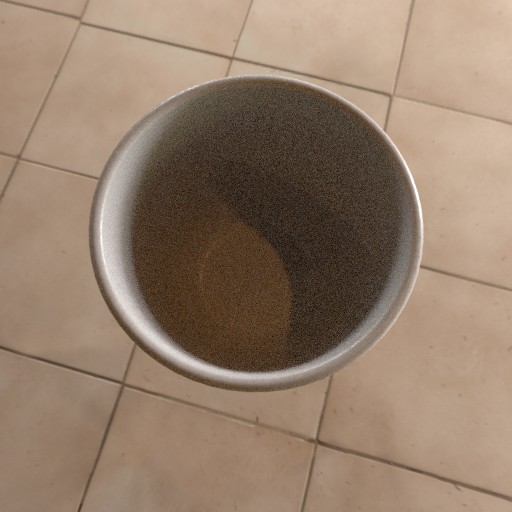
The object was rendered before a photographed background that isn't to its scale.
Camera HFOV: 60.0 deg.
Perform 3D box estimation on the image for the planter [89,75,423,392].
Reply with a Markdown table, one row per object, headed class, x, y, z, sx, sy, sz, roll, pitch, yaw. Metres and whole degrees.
| class | x | y | z | sx | sy | sz | roll | pitch | yaw |
| --- | --- | --- | --- | --- | --- | --- | --- | --- | --- |
| planter | 0.000 | 0.000 | 0.297 | 0.170 | 0.152 | 0.170 | 0 | 75 | 0 |
